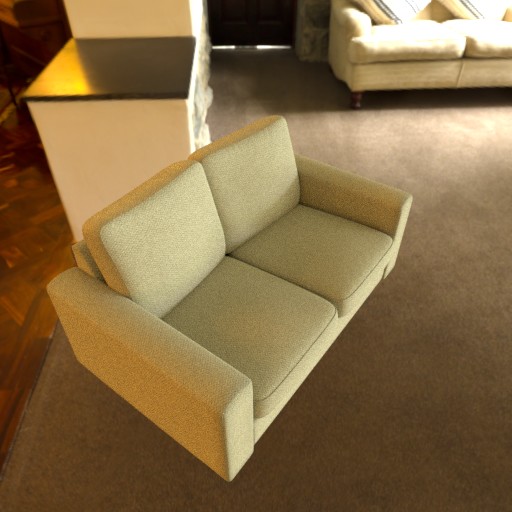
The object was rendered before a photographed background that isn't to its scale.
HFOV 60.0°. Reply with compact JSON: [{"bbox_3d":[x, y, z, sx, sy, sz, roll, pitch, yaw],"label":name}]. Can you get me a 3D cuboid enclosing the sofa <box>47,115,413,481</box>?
[{"bbox_3d":[0.000,0.000,2.198,1.016,0.873,1.616,26,47,27],"label":"sofa"}]
